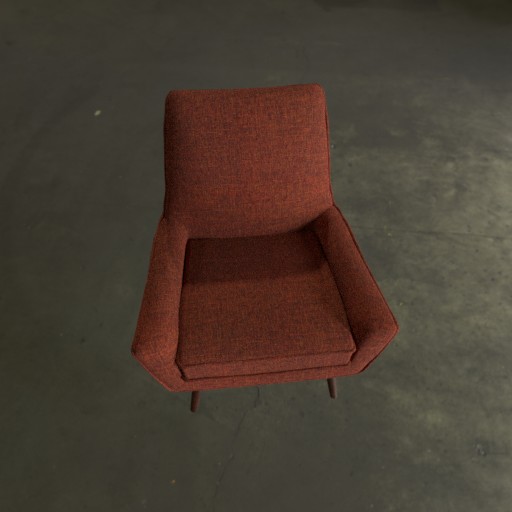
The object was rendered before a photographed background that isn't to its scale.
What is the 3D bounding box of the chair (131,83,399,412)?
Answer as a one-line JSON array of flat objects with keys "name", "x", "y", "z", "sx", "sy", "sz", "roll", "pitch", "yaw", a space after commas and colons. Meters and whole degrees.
[{"name": "chair", "x": 0.000, "y": 0.000, "z": 1.564, "sx": 0.803, "sy": 0.911, "sz": 0.784, "roll": -4, "pitch": 47, "yaw": -4}]
